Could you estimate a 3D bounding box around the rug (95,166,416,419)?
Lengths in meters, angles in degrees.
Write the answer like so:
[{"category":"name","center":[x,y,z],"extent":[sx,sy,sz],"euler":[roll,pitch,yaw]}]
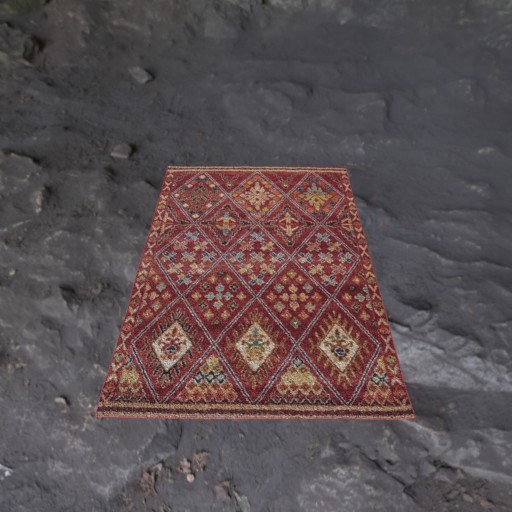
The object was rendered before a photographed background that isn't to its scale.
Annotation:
[{"category":"rug","center":[0.000,0.000,2.940],"extent":[1.521,0.026,2.286],"euler":[0,42,0]}]
